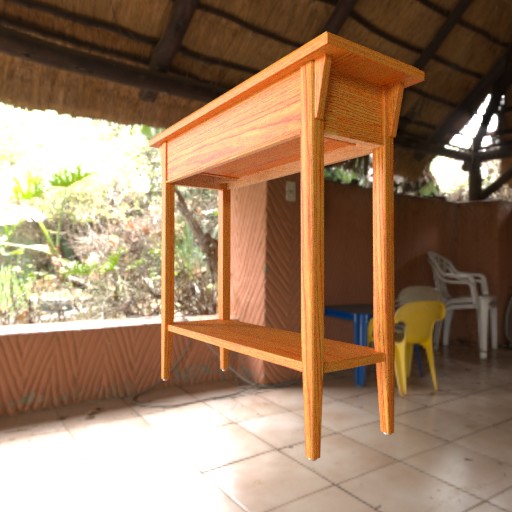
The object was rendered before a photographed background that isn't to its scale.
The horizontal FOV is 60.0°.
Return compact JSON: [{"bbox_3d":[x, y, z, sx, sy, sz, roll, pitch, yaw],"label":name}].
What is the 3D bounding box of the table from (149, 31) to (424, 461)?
[{"bbox_3d":[0.000,0.000,1.082,0.254,0.711,0.762,1,-1,-35],"label":"table"}]
